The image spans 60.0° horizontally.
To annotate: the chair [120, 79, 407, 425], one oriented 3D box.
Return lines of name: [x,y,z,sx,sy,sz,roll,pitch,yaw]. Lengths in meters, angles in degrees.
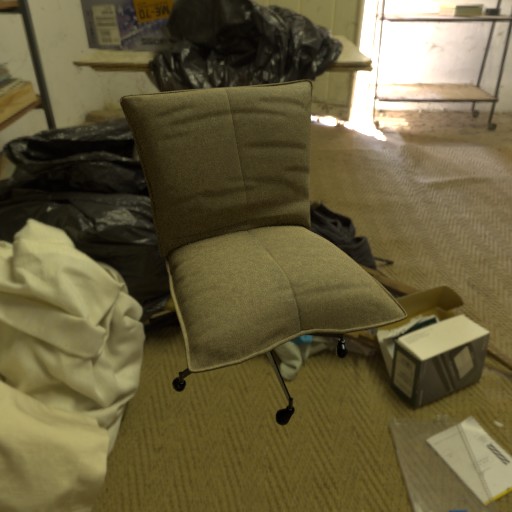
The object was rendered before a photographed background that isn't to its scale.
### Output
chair: [0.000,0.000,1.280,0.597,0.811,0.696,-10,34,-15]
